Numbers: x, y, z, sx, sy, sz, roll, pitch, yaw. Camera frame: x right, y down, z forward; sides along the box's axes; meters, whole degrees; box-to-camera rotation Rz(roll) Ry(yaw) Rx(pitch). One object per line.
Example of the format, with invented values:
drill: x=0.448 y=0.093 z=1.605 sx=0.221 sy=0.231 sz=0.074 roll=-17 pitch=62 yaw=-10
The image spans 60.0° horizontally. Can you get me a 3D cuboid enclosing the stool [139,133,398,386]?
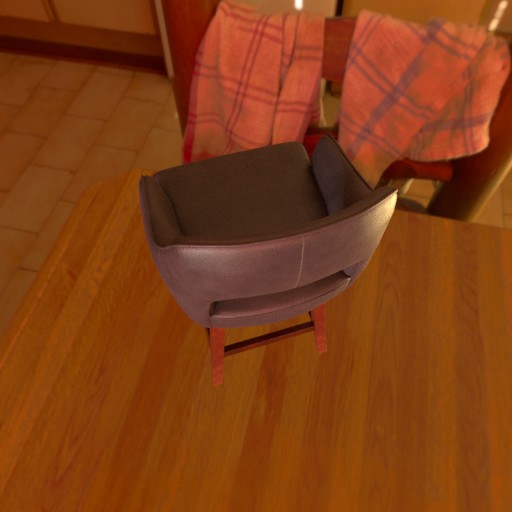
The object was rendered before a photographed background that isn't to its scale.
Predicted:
stool: x=0.000 y=0.000 z=1.279 sx=0.550 sy=0.936 sz=0.560 roll=-15 pitch=59 yaw=-9
